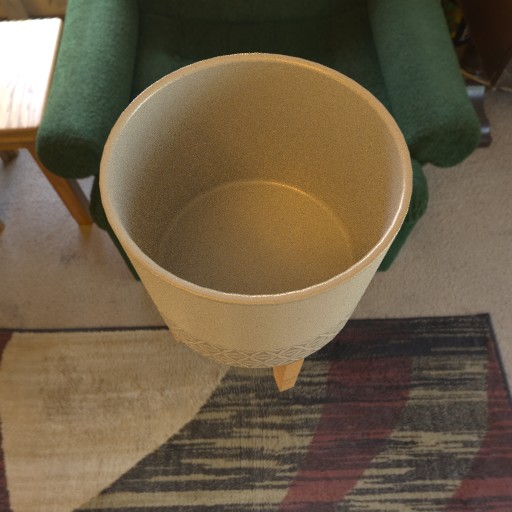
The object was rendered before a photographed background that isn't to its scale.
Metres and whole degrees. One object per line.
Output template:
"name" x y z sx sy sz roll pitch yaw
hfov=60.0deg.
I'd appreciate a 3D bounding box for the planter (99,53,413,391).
"planter" 0.000 0.000 0.507 0.249 0.343 0.249 0 63 0
